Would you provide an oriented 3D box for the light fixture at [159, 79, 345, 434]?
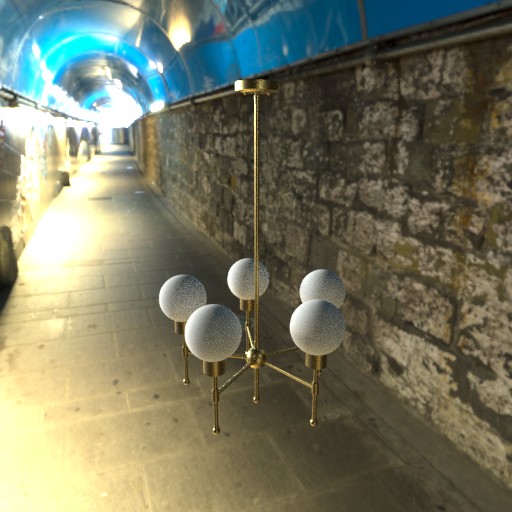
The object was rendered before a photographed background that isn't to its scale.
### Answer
[{"bbox_3d":[0.000,0.000,1.822,0.815,1.331,0.785,-2,15,-7],"label":"light fixture"}]
